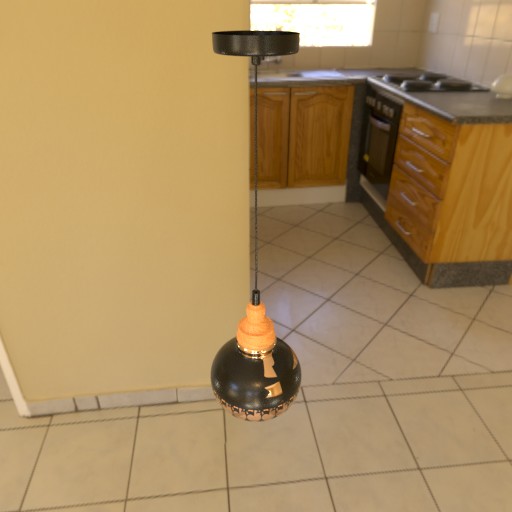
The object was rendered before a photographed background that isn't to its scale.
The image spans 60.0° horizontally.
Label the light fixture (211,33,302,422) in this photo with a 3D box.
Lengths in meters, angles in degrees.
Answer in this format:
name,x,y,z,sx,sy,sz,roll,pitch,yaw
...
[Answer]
name,x,y,z,sx,sy,sz,roll,pitch,yaw
light fixture,0.000,0.000,1.783,0.430,1.606,0.430,-8,31,-14
